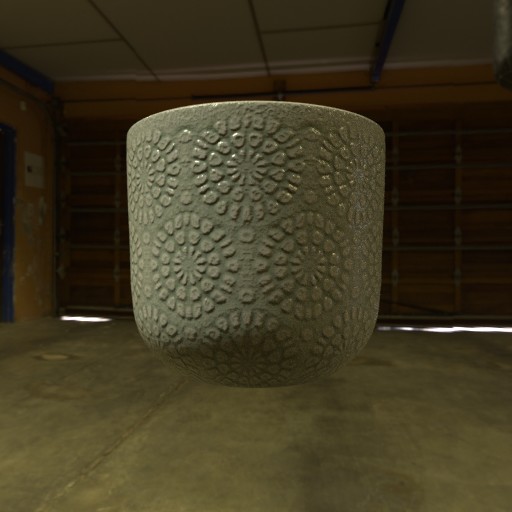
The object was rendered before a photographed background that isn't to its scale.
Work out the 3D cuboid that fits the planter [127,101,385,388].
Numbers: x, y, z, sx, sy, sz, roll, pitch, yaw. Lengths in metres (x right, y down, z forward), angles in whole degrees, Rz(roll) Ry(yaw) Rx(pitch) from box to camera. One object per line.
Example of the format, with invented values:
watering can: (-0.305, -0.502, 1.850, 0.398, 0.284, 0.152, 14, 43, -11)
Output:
planter: (0.000, 0.000, 0.302, 0.169, 0.153, 0.169, 0, 0, 0)
